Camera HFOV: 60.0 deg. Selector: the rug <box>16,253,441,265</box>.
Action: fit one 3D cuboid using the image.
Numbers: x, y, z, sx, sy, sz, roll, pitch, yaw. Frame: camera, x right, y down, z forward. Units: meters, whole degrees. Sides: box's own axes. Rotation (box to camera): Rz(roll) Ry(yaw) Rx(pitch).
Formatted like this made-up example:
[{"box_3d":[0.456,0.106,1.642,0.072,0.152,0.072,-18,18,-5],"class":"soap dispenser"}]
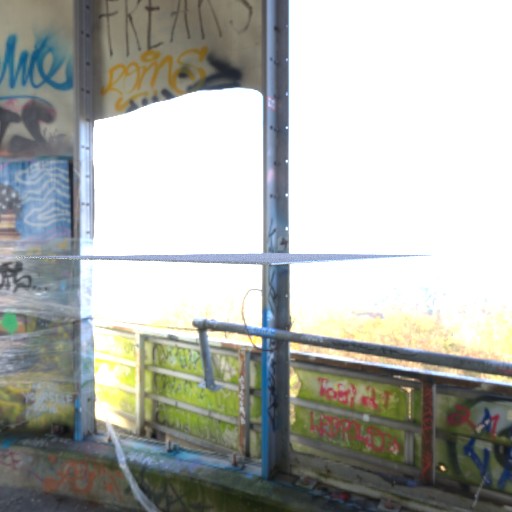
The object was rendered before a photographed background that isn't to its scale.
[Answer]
[{"box_3d":[0.000,0.000,3.875,2.363,0.012,2.980,1,1,36],"class":"rug"}]
